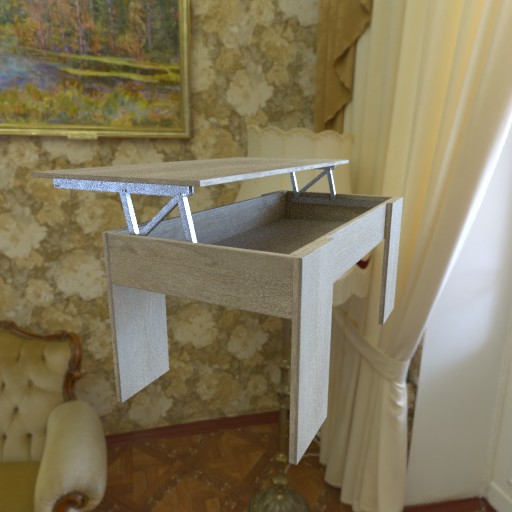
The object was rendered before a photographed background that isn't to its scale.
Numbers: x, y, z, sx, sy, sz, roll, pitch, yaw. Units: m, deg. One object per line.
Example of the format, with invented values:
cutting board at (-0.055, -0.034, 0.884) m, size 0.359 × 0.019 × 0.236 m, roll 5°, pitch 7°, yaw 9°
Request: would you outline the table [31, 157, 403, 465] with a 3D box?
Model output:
table at (0.000, 0.000, 1.418) m, size 0.711 × 0.570 × 1.000 m, roll 8°, pitch 17°, yaw 27°
